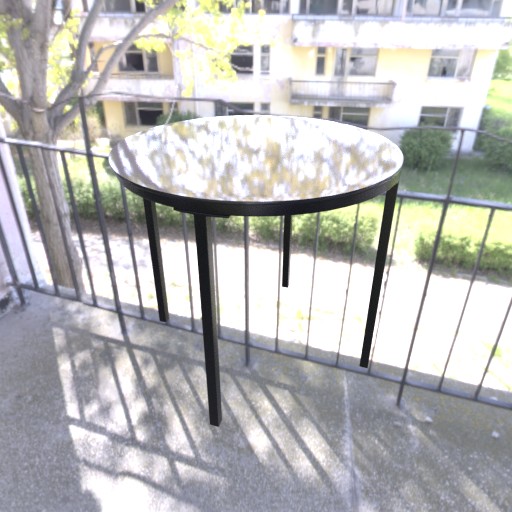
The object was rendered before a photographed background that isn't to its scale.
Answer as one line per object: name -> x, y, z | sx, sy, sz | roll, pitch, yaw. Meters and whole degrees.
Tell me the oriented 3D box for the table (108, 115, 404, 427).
table -> 0.000, 0.000, 0.888 | 0.499, 0.443, 0.499 | 0, 30, 0
